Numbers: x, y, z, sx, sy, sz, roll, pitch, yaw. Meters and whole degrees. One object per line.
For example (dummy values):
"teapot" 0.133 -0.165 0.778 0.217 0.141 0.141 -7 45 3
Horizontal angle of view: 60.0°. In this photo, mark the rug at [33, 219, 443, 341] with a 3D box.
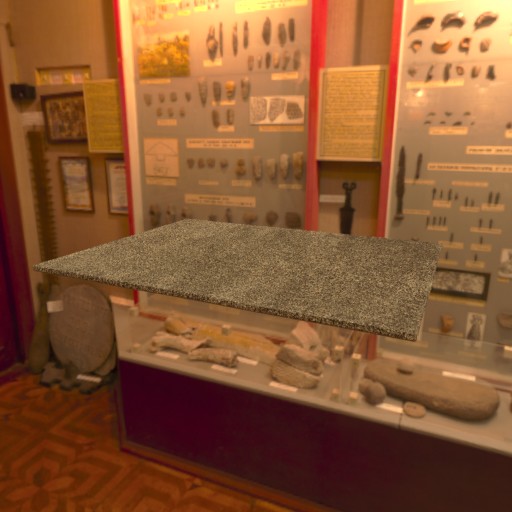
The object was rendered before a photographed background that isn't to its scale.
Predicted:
"rug" 0.000 0.000 2.130 1.601 0.025 1.198 7 17 24
